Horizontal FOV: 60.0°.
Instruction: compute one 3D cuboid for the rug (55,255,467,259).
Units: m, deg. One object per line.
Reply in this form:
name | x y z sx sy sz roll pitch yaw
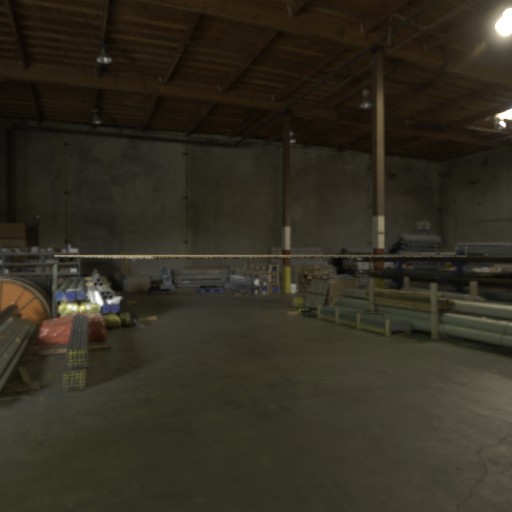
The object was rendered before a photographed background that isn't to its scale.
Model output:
rug | 0.000 0.000 3.996 2.932 0.015 2.315 0 0 -36
